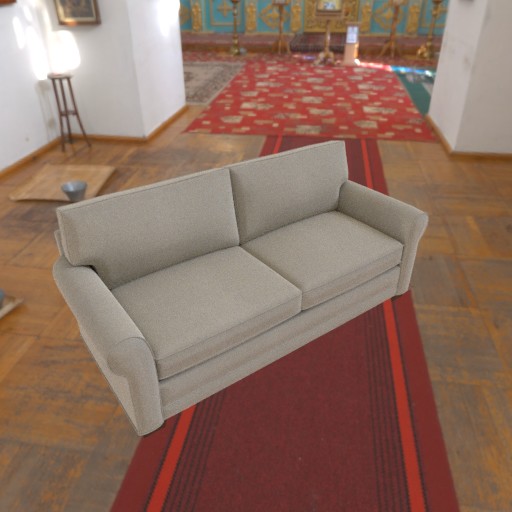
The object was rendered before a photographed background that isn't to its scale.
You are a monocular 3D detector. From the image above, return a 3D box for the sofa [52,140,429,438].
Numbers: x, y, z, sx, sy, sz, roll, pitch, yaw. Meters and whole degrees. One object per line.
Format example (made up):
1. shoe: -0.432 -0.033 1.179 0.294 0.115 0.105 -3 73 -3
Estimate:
1. sofa: 0.000 0.000 2.674 2.146 0.962 0.901 -21 37 -30
